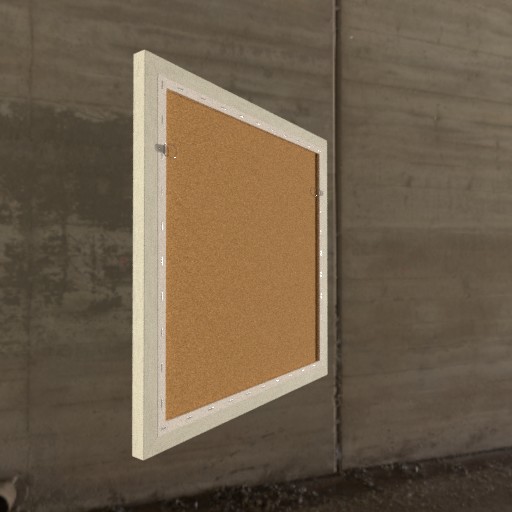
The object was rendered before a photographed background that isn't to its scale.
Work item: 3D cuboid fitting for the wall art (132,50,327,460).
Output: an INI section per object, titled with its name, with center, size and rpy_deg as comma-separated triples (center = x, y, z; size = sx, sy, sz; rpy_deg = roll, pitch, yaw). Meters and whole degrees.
[wall art]
center = 0.000, 0.000, 1.522
size = 0.045, 1.016, 1.016
rpy_deg = -1, -1, 35
